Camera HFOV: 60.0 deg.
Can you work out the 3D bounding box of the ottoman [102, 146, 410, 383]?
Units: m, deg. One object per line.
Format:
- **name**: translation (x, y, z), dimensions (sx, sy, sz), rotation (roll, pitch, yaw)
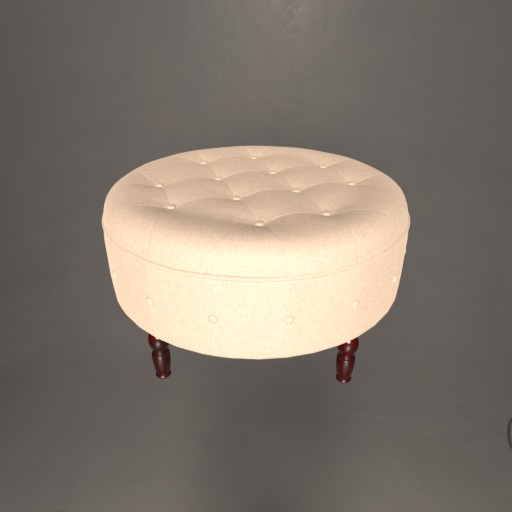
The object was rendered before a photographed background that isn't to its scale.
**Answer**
- **ottoman**: translation (0.000, 0.000, 1.354), dimensions (0.848, 0.494, 0.848), rotation (0, 28, 0)
